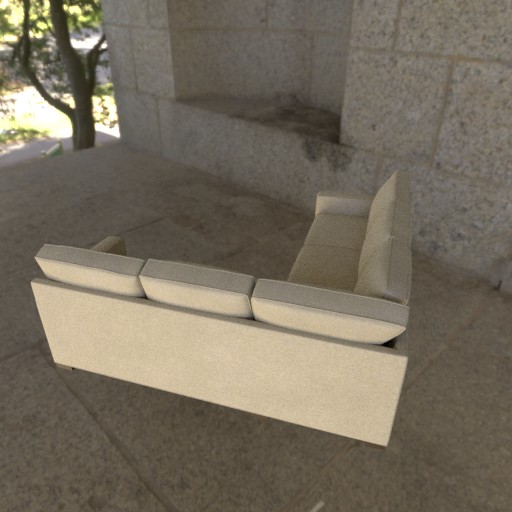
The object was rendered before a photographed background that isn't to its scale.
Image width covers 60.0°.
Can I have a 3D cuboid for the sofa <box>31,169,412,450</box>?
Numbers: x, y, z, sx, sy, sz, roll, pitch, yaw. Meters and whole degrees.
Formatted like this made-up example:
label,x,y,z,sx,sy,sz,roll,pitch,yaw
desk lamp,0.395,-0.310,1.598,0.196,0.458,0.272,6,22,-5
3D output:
label,x,y,z,sx,sy,sz,roll,pitch,yaw
sofa,0.000,0.000,3.379,2.211,0.936,2.188,9,32,14
